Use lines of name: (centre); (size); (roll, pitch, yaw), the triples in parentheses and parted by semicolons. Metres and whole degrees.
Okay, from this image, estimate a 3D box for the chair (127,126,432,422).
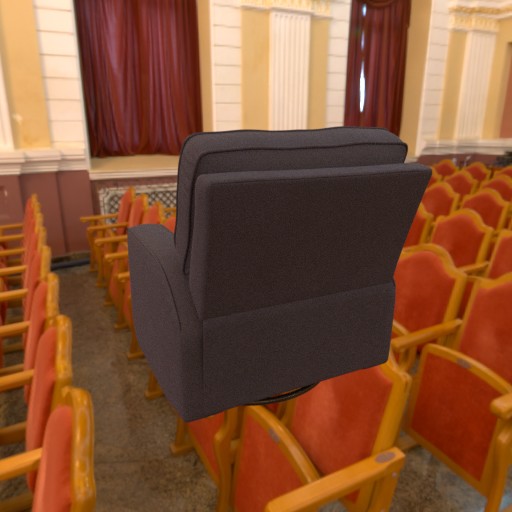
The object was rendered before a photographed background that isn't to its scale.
chair: (0.000, 0.000, 1.709); (0.861, 0.962, 0.964); (-8, 18, -26)
